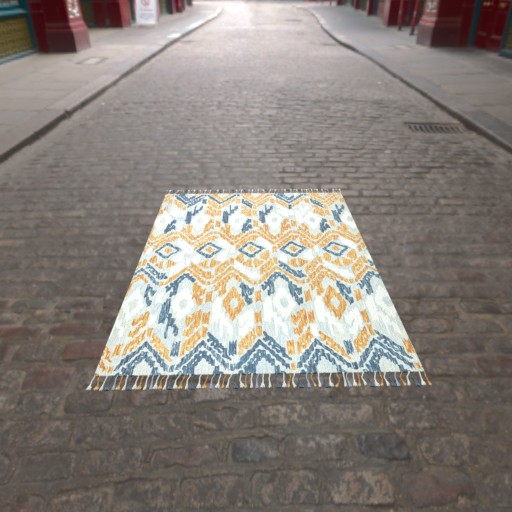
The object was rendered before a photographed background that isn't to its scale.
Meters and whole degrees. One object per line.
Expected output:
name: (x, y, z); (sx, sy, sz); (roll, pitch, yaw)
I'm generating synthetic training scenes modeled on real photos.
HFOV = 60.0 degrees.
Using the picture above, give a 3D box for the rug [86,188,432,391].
rug: (0.000, 0.000, 2.346); (1.230, 0.008, 1.827); (-1, 31, -1)
